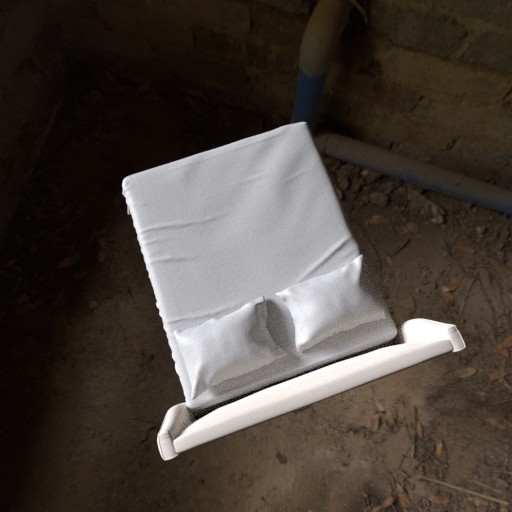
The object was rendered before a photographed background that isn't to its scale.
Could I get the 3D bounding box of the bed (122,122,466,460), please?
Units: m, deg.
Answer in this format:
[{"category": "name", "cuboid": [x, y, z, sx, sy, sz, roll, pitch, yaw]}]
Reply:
[{"category": "bed", "cuboid": [0.000, 0.000, 3.475, 1.925, 1.332, 2.276, -19, 75, -5]}]
